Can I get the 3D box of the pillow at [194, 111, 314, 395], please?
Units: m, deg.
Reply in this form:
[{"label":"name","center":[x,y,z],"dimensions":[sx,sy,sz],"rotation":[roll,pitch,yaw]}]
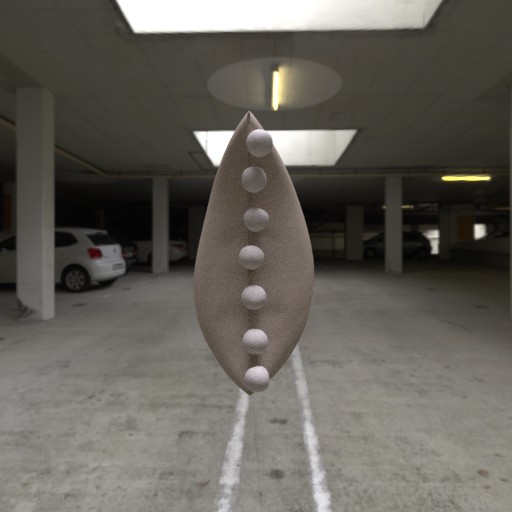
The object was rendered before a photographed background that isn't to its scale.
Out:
[{"label":"pillow","center":[0.000,0.000,0.821],"dimensions":[0.201,0.322,0.709],"rotation":[0,0,2]}]
